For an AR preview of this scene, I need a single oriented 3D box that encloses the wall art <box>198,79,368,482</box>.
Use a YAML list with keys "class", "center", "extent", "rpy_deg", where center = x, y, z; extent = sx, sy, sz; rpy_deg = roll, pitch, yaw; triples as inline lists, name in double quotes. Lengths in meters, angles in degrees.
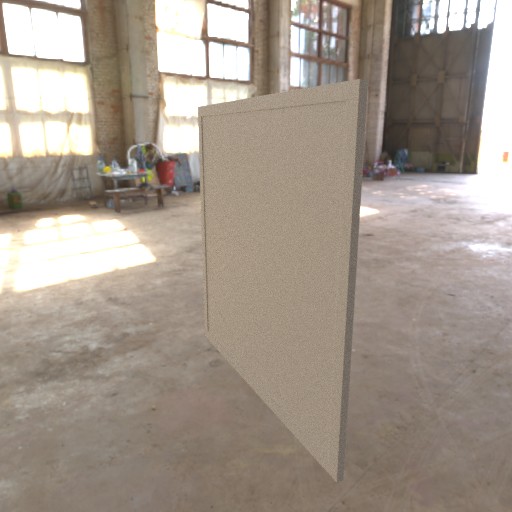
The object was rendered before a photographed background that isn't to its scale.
- class: "wall art"
  center: [0.000, 0.000, 0.977]
  extent: [0.015, 0.660, 0.660]
  rpy_deg: [-7, 17, -26]
